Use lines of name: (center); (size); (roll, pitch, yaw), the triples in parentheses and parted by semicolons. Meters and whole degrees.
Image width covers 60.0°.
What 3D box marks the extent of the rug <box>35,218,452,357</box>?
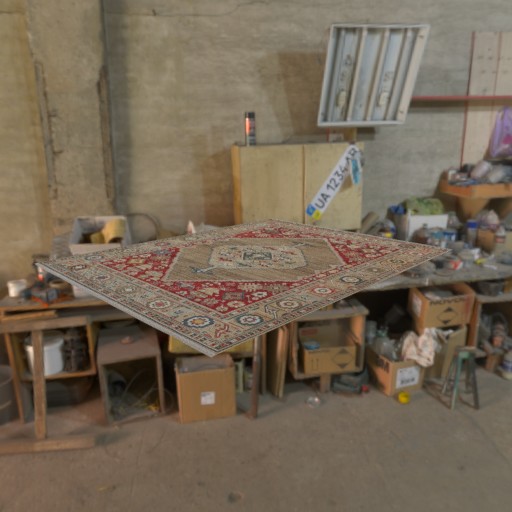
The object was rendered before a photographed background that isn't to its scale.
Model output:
rug: (0.000, 0.000, 4.172); (2.451, 0.008, 3.143); (14, 21, 43)
